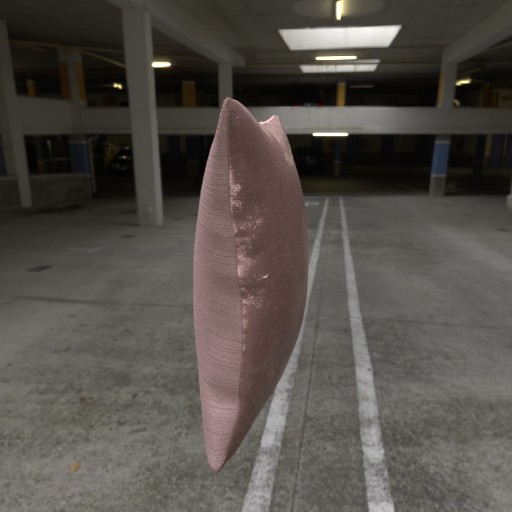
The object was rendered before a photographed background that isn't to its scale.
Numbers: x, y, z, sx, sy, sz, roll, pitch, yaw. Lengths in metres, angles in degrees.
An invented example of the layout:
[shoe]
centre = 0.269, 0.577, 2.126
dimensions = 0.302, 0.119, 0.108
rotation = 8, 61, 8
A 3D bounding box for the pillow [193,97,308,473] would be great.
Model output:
[pillow]
centre = 0.000, 0.000, 0.730
dimensions = 0.175, 0.464, 0.470
rotation = 3, 16, 9
